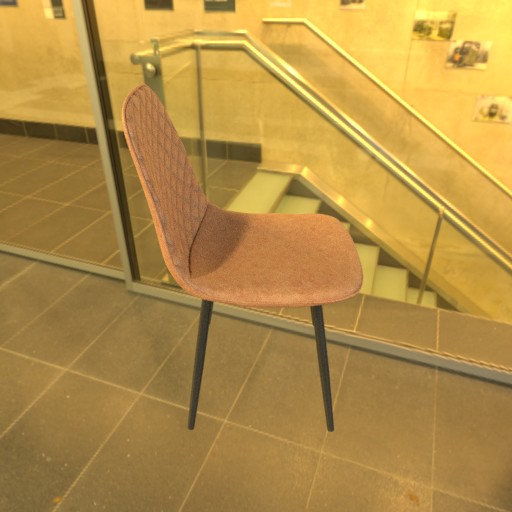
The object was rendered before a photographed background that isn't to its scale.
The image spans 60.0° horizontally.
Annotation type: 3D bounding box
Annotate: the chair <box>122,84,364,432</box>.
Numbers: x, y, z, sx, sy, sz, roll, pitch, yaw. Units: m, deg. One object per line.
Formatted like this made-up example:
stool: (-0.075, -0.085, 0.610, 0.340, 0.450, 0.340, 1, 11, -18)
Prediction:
chair: (0.000, 0.000, 1.229, 0.561, 0.889, 0.472, 0, 32, 1)
